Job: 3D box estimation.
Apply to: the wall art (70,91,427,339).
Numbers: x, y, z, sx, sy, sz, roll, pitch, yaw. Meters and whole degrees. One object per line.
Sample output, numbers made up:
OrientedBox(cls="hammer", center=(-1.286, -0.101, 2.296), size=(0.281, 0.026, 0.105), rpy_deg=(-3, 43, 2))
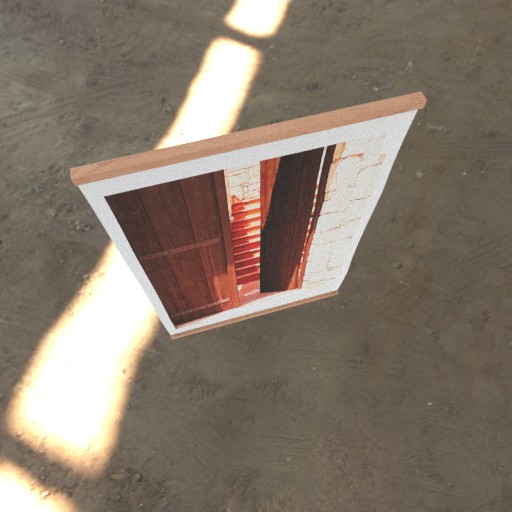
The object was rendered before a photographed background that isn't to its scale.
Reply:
OrientedBox(cls="wall art", center=(0.000, 0.000, 0.630), size=(0.332, 0.508, 0.012), rpy_deg=(-14, 65, -7))
